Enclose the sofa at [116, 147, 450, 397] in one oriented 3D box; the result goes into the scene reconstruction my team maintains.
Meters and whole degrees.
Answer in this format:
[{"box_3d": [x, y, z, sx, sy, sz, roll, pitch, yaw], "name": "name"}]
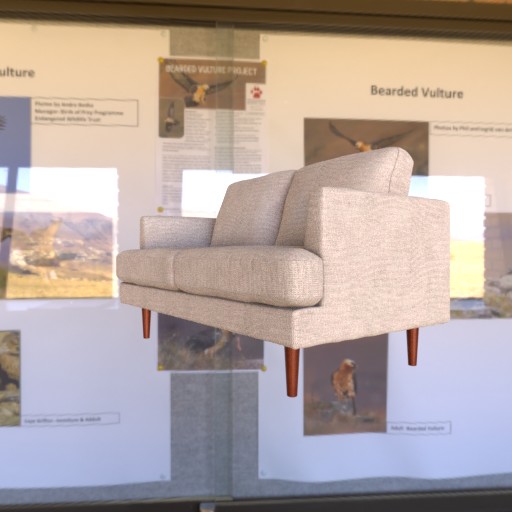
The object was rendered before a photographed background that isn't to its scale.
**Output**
[{"box_3d": [0.000, 0.000, 2.203, 0.903, 0.944, 1.582, 0, 1, -36], "name": "sofa"}]
